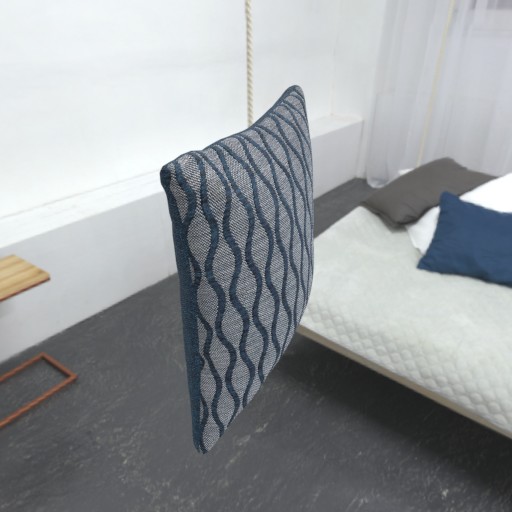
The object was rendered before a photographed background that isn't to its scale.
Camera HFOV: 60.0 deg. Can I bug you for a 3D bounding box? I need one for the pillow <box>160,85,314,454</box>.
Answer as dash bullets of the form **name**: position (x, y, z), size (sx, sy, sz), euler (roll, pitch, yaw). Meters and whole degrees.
- **pillow**: position (0.000, 0.000, 0.685), size (0.159, 0.435, 0.435), euler (10, 32, 17)
